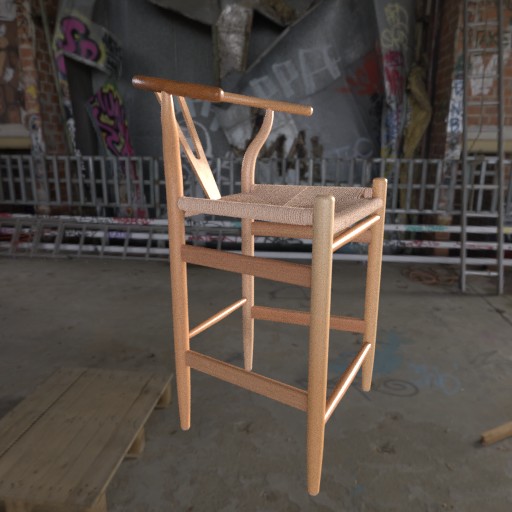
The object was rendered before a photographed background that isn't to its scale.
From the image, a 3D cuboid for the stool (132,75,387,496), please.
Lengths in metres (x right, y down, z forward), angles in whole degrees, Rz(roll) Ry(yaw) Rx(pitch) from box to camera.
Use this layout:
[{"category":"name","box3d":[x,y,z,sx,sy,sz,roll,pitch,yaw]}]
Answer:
[{"category":"stool","box3d":[0.000,0.000,1.206,0.575,0.923,0.536,7,16,26]}]
